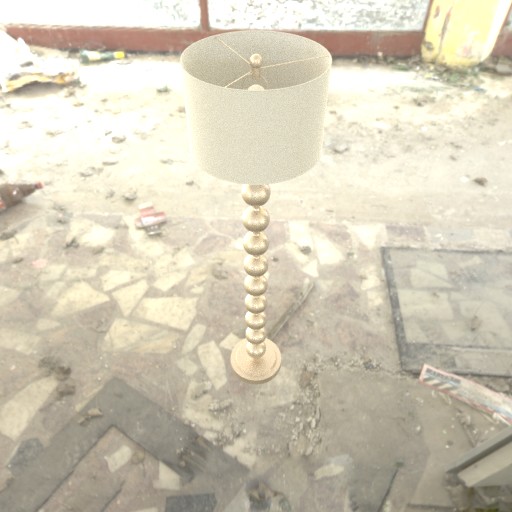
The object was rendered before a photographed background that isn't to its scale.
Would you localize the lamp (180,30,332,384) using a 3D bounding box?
[{"bbox_3d":[0.000,0.000,1.665,0.394,1.474,0.394,17,48,16],"label":"lamp"}]
